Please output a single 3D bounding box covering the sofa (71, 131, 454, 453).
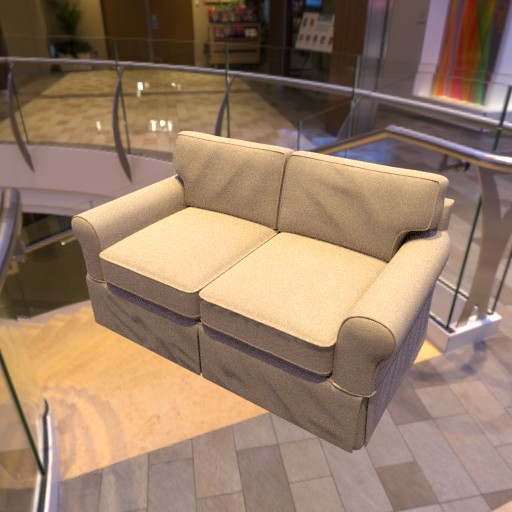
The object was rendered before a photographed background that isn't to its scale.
[{"bbox_3d":[0.000,0.000,2.296,1.727,0.940,0.991,18,34,29],"label":"sofa"}]
